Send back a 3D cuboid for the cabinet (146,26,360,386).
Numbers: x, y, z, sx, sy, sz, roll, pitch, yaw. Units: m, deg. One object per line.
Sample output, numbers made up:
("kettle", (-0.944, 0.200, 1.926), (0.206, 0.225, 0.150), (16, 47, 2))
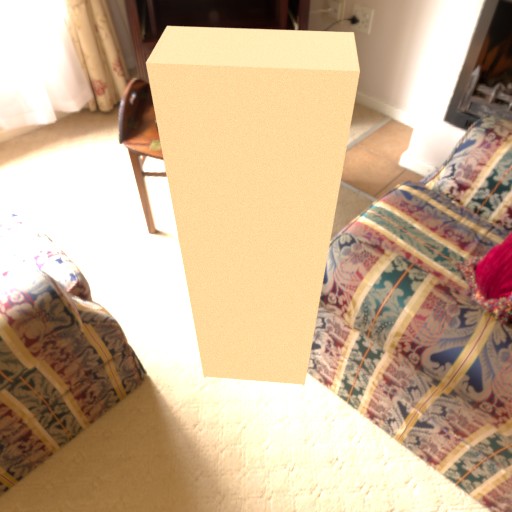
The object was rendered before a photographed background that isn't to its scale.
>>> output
("cabinet", (0.000, 0.000, 1.758), (0.520, 1.630, 0.255), (4, 48, 3))
